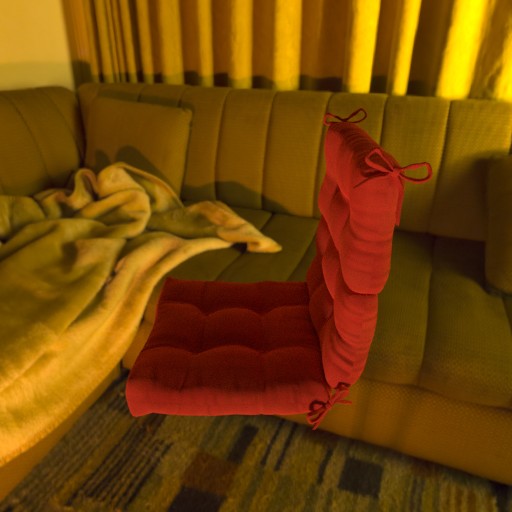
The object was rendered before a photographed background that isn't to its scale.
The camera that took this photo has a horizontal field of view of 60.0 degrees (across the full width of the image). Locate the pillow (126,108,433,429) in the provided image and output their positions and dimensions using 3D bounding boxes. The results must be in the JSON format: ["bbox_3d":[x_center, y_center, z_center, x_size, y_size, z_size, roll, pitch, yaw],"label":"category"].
[{"bbox_3d":[0.000,0.000,1.043,0.571,0.605,0.519,0,27,0],"label":"pillow"}]
